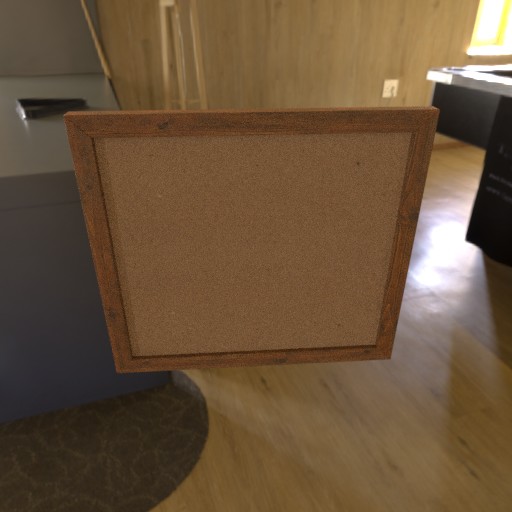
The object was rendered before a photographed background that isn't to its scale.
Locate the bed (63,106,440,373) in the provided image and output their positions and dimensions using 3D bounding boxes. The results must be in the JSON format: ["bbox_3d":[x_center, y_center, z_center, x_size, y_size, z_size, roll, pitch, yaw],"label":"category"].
[{"bbox_3d":[0.000,0.000,1.479,1.046,0.942,0.046,-2,30,-4],"label":"bed"}]
